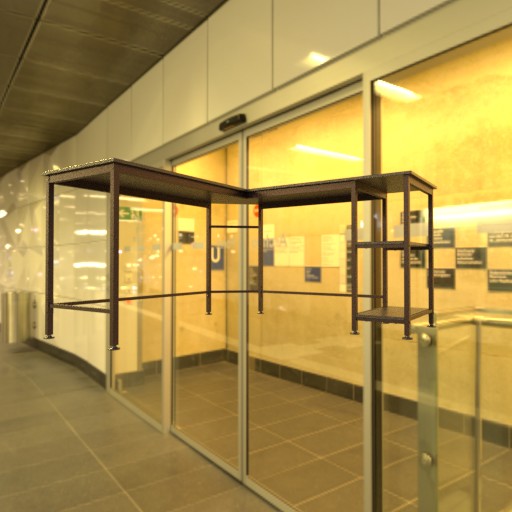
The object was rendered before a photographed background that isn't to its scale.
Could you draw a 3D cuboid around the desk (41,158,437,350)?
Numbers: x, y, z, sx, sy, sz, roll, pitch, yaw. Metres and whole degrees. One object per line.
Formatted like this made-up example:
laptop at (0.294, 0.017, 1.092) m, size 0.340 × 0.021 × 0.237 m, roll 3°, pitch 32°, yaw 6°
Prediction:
desk at (0.000, 0.000, 2.156) m, size 1.379 × 0.739 × 1.379 m, roll -1°, pitch -1°, yaw 34°
